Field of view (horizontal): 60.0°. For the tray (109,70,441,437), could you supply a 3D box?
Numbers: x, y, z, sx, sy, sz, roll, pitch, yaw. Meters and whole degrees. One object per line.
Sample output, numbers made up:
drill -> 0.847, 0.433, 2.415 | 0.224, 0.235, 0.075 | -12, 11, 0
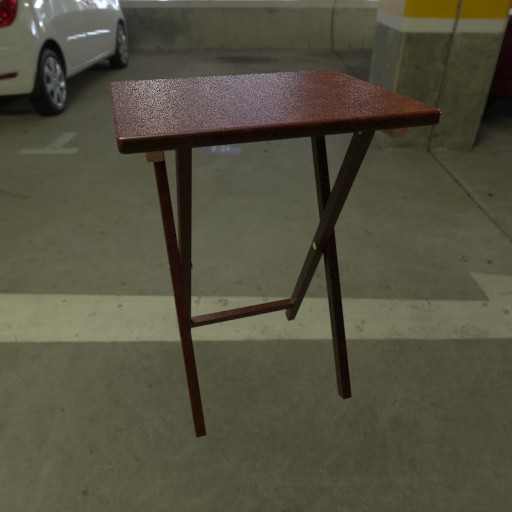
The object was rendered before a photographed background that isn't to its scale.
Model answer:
tray -> 0.000, 0.000, 0.943 | 0.483, 0.660, 0.381 | -9, 33, -14
